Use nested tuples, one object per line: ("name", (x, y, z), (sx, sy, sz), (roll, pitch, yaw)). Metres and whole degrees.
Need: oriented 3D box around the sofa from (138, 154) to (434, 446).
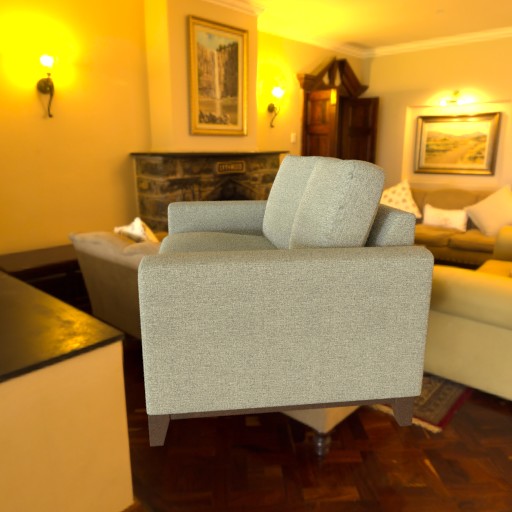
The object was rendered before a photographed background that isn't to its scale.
("sofa", (0.000, 0.000, 2.000), (0.917, 0.873, 1.420), (-2, 14, -7))
